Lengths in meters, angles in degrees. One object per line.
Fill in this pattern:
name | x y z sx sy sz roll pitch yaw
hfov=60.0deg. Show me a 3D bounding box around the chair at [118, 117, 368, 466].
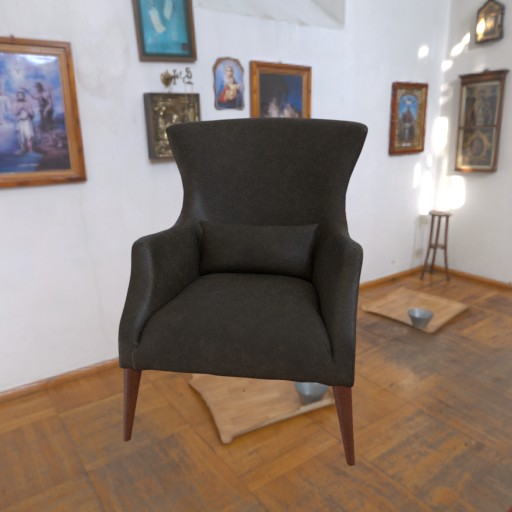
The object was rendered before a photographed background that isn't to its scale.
chair | 0.000 0.000 1.713 0.819 1.068 0.954 2 15 9
